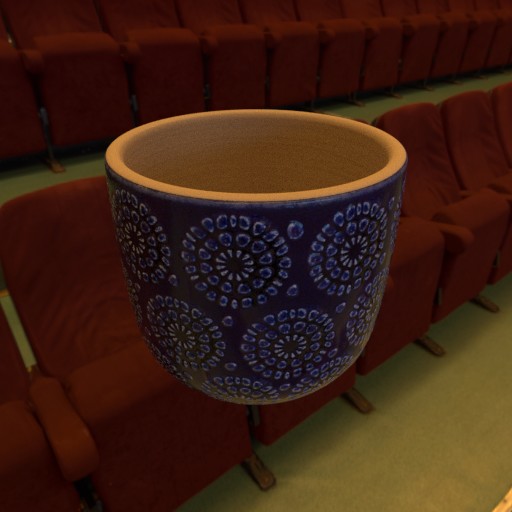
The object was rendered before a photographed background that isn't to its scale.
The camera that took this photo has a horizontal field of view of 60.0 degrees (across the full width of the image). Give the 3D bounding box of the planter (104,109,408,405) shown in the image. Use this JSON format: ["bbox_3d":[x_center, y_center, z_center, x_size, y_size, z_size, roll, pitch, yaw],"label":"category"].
[{"bbox_3d":[0.000,0.000,0.285,0.165,0.149,0.165,0,31,0],"label":"planter"}]
